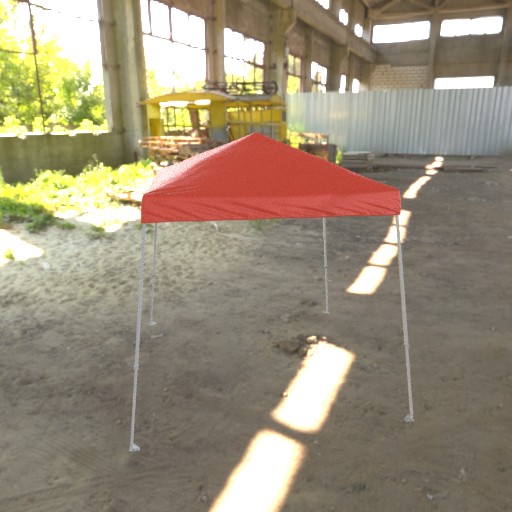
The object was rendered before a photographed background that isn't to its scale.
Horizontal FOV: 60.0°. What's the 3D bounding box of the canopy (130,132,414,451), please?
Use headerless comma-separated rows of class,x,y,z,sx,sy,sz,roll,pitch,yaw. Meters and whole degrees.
canopy,0.000,0.000,5.308,2.850,2.850,2.849,-3,17,-9
